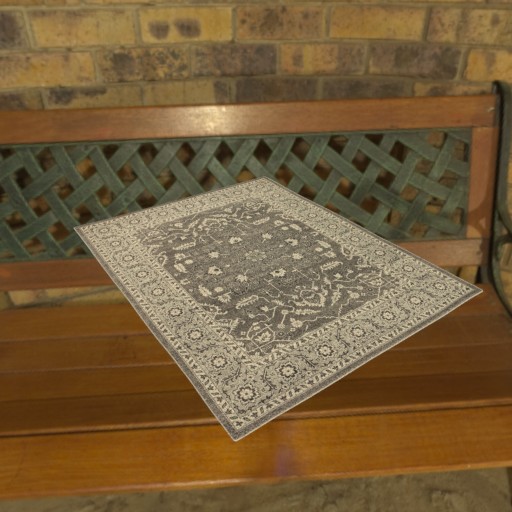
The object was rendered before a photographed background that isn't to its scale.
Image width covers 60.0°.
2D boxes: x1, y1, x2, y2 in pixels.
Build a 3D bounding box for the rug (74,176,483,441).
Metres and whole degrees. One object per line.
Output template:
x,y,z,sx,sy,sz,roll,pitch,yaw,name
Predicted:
0.000,0.000,4.119,2.451,0.026,3.069,-21,37,-29,rug
